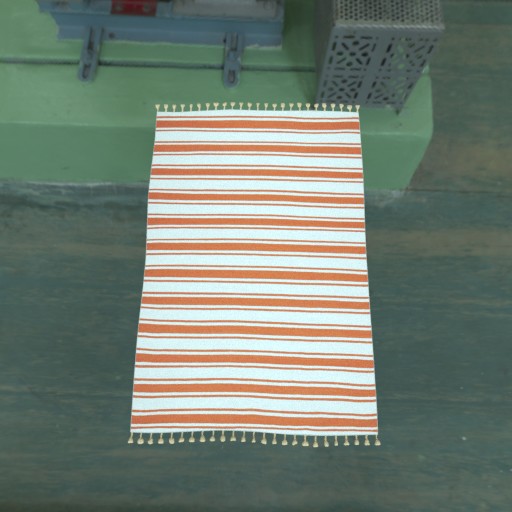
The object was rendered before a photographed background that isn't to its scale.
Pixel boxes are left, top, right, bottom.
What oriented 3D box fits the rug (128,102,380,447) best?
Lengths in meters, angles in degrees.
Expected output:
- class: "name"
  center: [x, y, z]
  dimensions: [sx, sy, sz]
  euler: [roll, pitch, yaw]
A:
- class: "rug"
  center: [0.000, 0.000, 3.057]
  dimensions: [1.556, 0.022, 2.433]
  euler: [1, 74, 0]
